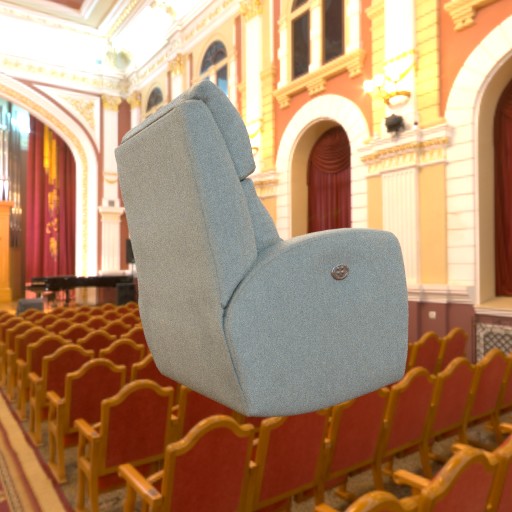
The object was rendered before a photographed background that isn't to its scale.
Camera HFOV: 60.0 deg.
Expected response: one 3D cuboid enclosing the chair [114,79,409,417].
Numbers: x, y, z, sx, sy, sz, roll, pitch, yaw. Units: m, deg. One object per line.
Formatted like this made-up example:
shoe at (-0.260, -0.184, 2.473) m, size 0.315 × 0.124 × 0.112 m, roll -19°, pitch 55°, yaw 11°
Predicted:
chair at (0.000, 0.000, 1.707) m, size 0.940 × 1.016 × 0.794 m, roll 1°, pitch -1°, yaw -35°
